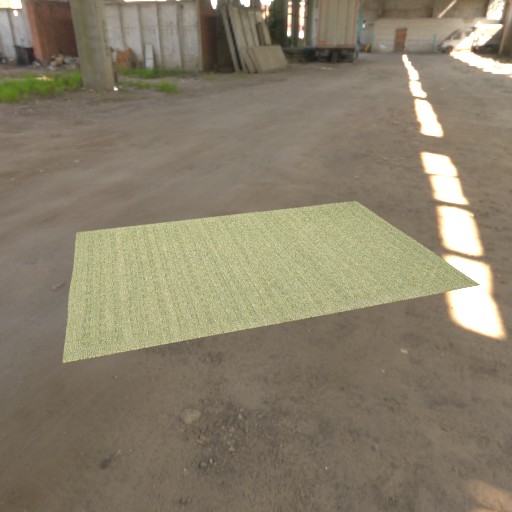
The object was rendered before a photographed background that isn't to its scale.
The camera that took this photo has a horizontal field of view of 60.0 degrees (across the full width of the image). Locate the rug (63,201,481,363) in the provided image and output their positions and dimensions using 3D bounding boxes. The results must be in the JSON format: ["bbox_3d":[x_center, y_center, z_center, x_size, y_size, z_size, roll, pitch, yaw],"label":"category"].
[{"bbox_3d":[0.000,0.000,2.226,1.747,0.006,1.143,-8,28,-15],"label":"rug"}]
